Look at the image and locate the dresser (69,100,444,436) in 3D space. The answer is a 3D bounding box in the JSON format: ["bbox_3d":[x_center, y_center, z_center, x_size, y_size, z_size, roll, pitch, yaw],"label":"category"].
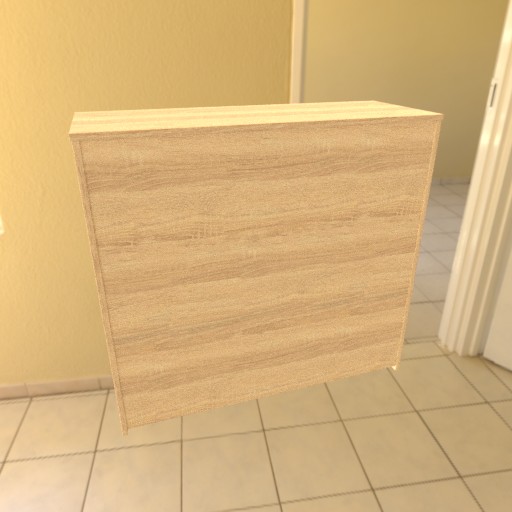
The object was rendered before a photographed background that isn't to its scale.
[{"bbox_3d":[0.000,0.000,1.453,0.980,0.900,0.380,-8,26,-16],"label":"dresser"}]
